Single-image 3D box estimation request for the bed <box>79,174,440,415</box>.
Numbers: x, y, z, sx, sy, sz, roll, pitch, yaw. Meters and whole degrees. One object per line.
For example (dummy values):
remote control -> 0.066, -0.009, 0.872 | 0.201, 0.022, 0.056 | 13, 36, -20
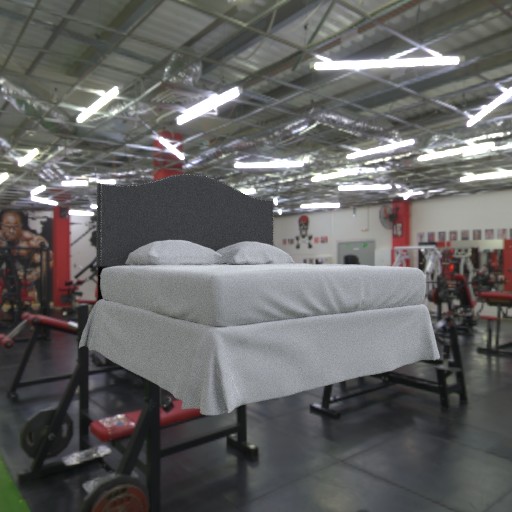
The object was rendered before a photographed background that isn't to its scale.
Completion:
bed -> 0.000, 0.000, 3.726 | 2.314, 1.651, 2.219 | 0, 0, -37
